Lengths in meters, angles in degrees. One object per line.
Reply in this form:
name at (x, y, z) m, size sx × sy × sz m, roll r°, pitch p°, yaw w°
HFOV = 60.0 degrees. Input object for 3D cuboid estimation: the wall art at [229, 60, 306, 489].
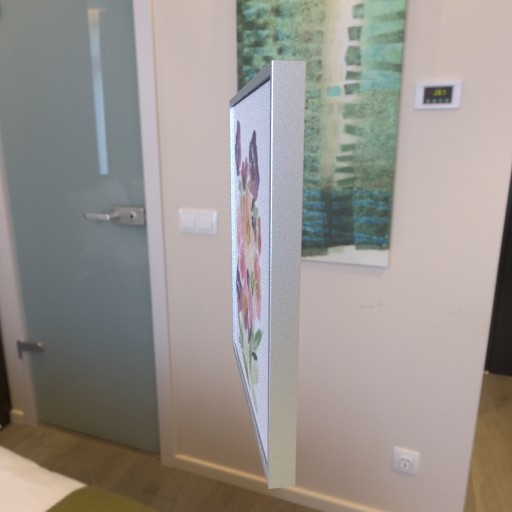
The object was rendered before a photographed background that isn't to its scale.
wall art at (0.000, 0.000, 0.764) m, size 0.038 × 0.549 × 0.452 m, roll -2°, pitch 14°, yaw -9°
